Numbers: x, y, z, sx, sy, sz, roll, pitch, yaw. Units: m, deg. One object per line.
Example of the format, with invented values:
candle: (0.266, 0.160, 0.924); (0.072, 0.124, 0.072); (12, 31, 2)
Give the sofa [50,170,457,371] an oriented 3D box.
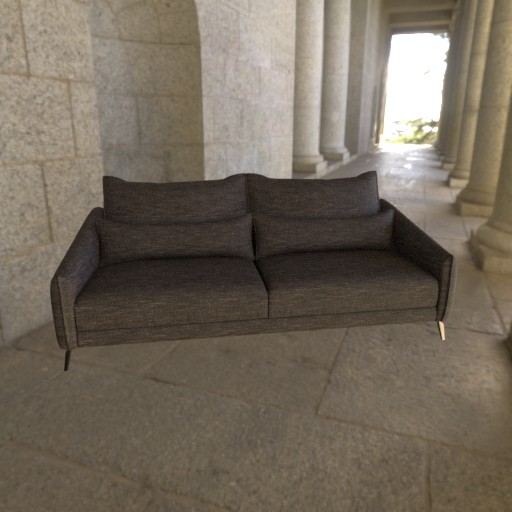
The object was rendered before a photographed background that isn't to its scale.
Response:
sofa: (0.000, 0.000, 2.496); (2.019, 0.843, 0.807); (-3, 17, -9)
